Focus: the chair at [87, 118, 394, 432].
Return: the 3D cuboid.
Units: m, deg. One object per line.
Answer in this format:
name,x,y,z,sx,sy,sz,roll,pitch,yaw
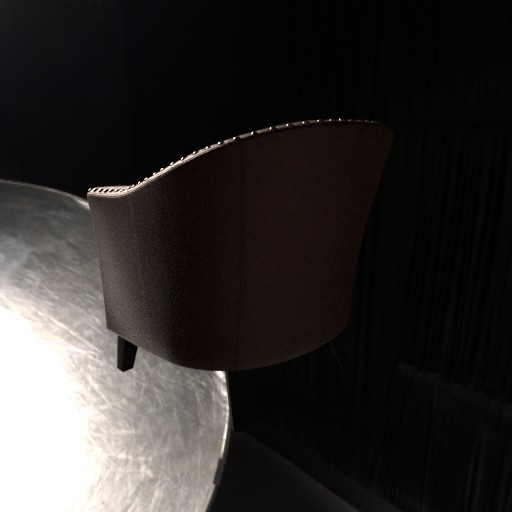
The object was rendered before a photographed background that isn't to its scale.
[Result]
chair,0.000,0.000,1.436,0.794,0.823,0.748,-14,20,-43
